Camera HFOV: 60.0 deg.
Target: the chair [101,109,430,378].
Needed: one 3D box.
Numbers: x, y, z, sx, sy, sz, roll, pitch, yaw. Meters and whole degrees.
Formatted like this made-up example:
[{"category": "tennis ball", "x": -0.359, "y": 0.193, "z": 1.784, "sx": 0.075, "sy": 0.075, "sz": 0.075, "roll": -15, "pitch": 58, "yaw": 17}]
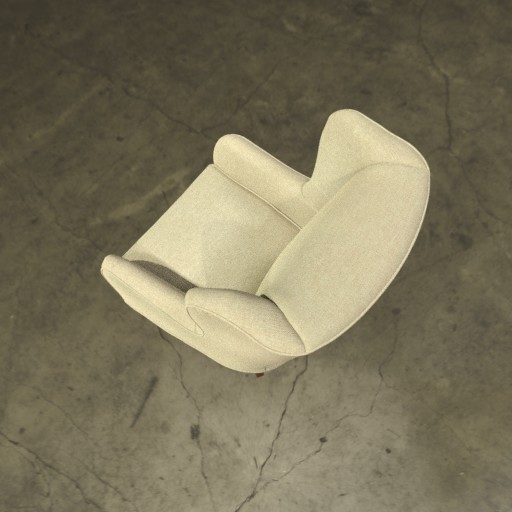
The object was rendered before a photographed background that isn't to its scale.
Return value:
[{"category": "chair", "x": 0.000, "y": 0.000, "z": 1.761, "sx": 0.966, "sy": 1.040, "sz": 0.838, "roll": 32, "pitch": 68, "yaw": 15}]
